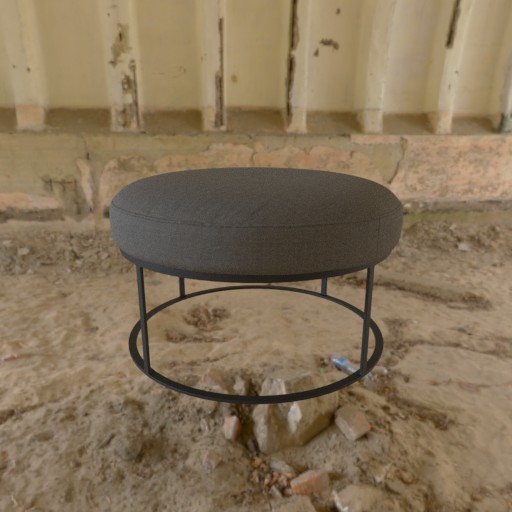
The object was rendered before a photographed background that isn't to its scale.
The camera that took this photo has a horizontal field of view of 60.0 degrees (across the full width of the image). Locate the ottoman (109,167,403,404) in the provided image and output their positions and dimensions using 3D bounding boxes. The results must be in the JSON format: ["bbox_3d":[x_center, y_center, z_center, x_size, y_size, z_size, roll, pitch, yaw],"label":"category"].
[{"bbox_3d":[0.000,0.000,1.253,0.772,0.460,0.772,0,17,0],"label":"ottoman"}]
